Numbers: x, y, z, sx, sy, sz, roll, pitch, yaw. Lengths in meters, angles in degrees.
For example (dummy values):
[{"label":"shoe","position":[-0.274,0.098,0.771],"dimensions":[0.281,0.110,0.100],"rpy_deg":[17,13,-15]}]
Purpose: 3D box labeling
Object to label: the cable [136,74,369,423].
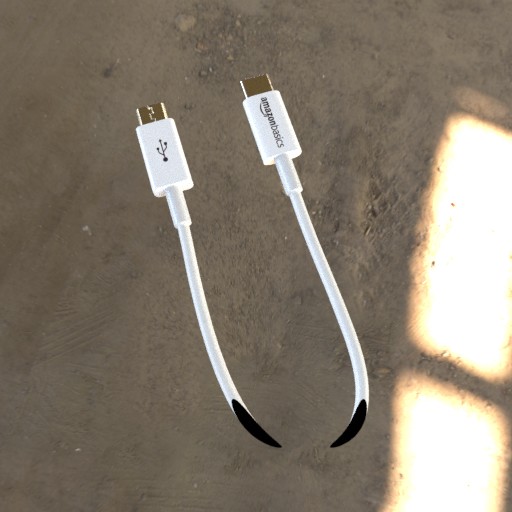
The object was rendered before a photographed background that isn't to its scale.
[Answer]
[{"label":"cable","position":[0.000,0.000,0.110],"dimensions":[0.040,0.006,0.098],"rpy_deg":[-17,75,-5]}]
